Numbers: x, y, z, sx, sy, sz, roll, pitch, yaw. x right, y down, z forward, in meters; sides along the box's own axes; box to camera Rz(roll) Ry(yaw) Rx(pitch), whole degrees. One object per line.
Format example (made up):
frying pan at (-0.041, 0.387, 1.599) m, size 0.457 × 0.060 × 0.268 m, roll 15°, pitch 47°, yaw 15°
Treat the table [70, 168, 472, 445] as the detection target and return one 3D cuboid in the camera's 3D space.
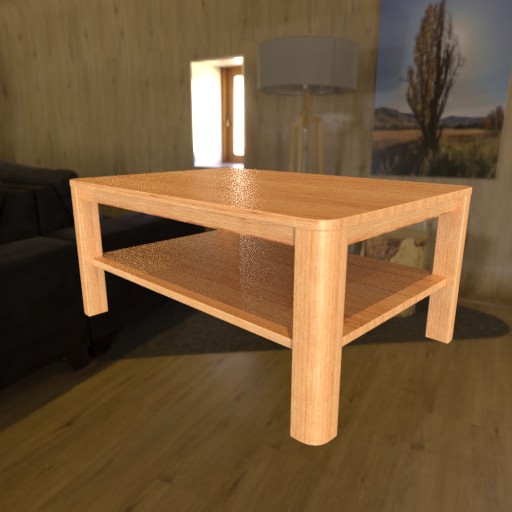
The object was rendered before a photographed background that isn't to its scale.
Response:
table at (0.000, 0.000, 1.356) m, size 0.997 × 0.445 × 0.696 m, roll 15°, pitch 21°, yaw 42°
